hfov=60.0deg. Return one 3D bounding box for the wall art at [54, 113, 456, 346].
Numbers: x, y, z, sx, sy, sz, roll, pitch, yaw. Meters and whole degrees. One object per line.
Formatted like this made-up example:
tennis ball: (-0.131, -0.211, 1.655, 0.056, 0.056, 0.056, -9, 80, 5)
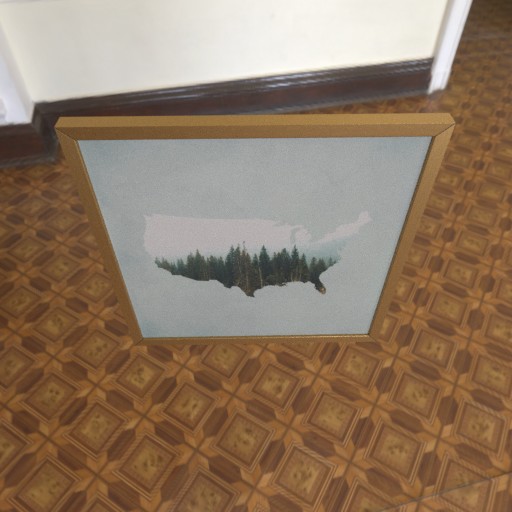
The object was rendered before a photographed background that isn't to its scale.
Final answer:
wall art: (0.000, 0.000, 1.130, 0.762, 0.762, 0.038, -1, 47, -1)
